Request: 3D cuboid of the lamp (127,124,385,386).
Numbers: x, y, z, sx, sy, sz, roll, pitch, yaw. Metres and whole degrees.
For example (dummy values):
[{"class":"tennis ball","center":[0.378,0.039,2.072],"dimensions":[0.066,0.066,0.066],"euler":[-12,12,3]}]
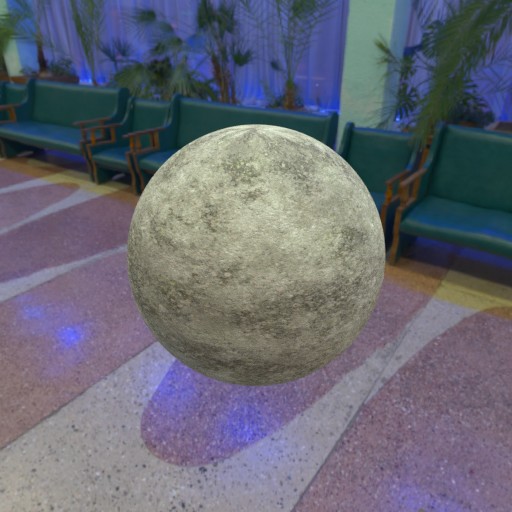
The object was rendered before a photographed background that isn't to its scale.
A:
[{"class":"lamp","center":[0.000,0.000,0.753],"dimensions":[0.422,0.429,0.422],"euler":[0,29,0]}]
